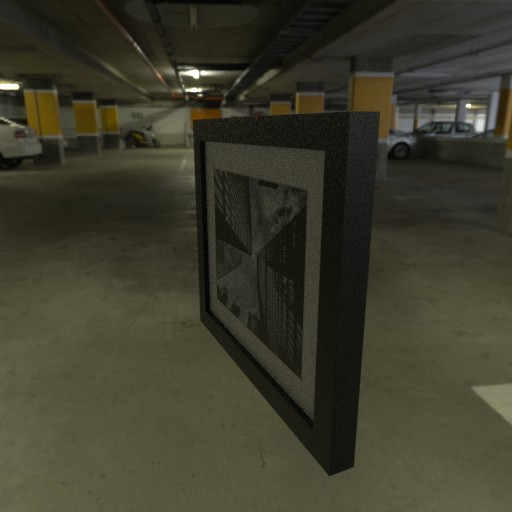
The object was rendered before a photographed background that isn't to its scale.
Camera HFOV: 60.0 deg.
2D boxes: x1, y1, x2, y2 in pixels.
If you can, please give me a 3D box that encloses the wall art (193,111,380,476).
[{"bbox_3d":[0.000,0.000,0.536,0.028,0.321,0.381,-7,18,-24],"label":"wall art"}]
